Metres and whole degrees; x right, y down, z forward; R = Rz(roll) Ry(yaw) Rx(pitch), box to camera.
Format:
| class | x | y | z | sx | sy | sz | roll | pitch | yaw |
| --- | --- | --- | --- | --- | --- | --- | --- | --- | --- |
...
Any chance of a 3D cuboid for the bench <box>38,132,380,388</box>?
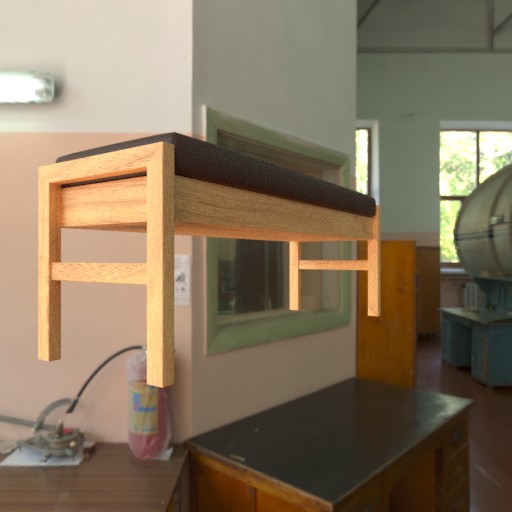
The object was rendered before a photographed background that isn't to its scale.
| class | x | y | z | sx | sy | sz | roll | pitch | yaw |
| --- | --- | --- | --- | --- | --- | --- | --- | --- | --- |
| bench | 0.000 | 0.000 | 1.408 | 0.405 | 0.480 | 1.200 | 0 | 0 | 34 |
